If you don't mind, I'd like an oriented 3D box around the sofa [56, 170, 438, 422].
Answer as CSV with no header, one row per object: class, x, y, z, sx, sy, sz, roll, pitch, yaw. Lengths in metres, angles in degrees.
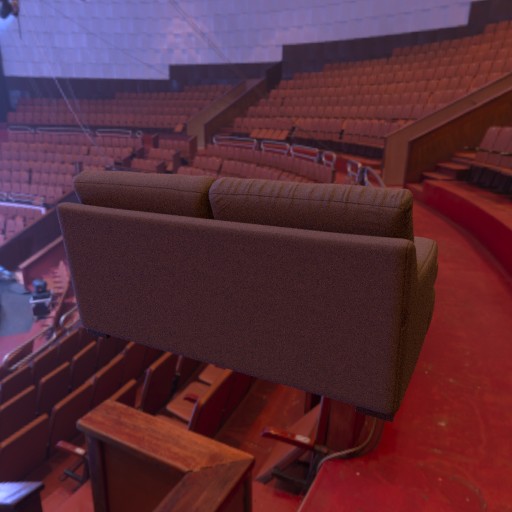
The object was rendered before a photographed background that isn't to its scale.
sofa,0.000,0.000,2.476,1.869,0.950,1.140,8,18,27
